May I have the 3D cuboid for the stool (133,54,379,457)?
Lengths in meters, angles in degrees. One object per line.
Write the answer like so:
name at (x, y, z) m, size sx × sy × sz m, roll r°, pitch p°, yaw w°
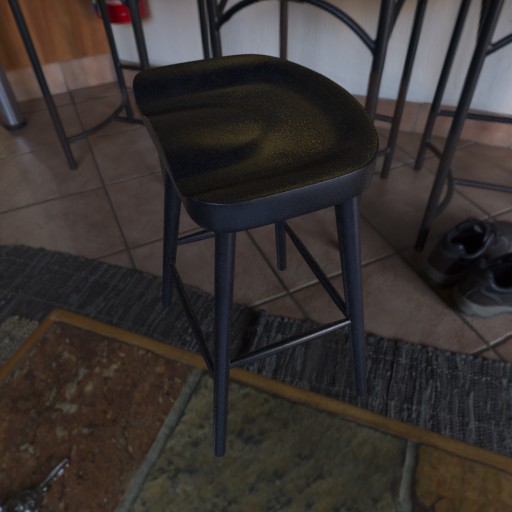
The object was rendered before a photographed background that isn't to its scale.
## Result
stool at (0.000, 0.000, 0.863) m, size 0.361 × 0.615 × 0.440 m, roll -17°, pitch 48°, yaw -16°
